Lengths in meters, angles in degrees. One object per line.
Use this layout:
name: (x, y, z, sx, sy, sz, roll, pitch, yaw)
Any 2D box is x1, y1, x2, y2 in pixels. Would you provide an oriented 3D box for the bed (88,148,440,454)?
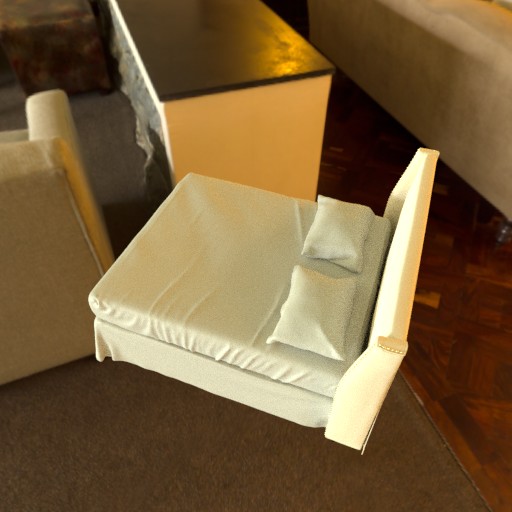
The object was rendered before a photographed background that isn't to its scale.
bed: (0.000, 0.000, 3.476, 2.276, 1.332, 1.925, 15, 48, 14)
